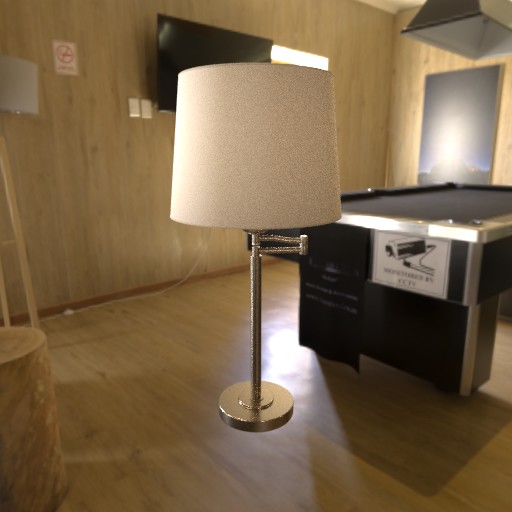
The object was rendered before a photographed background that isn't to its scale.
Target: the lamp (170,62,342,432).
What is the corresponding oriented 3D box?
[{"bbox_3d":[0.000,0.000,0.894,0.333,0.696,0.333,0,13,0],"label":"lamp"}]
